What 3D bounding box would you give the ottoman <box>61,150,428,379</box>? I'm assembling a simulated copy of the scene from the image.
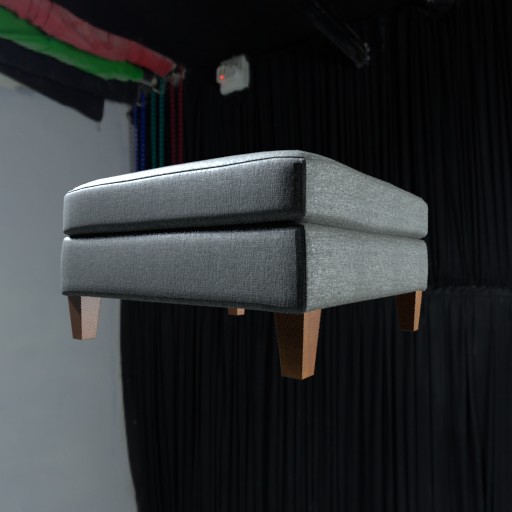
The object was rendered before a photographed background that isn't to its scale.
[{"bbox_3d":[0.000,0.000,1.377,0.838,0.481,0.838,-1,-1,36],"label":"ottoman"}]
